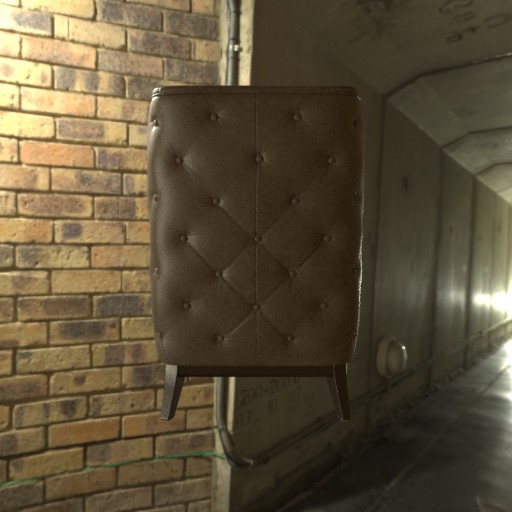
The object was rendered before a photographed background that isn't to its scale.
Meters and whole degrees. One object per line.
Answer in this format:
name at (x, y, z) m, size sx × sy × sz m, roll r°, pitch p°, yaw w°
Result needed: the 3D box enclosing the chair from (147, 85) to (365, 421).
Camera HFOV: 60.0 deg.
chair at (0.000, 0.000, 1.729) m, size 0.769 × 1.079 × 0.899 m, roll 0°, pitch 0°, yaw 0°
